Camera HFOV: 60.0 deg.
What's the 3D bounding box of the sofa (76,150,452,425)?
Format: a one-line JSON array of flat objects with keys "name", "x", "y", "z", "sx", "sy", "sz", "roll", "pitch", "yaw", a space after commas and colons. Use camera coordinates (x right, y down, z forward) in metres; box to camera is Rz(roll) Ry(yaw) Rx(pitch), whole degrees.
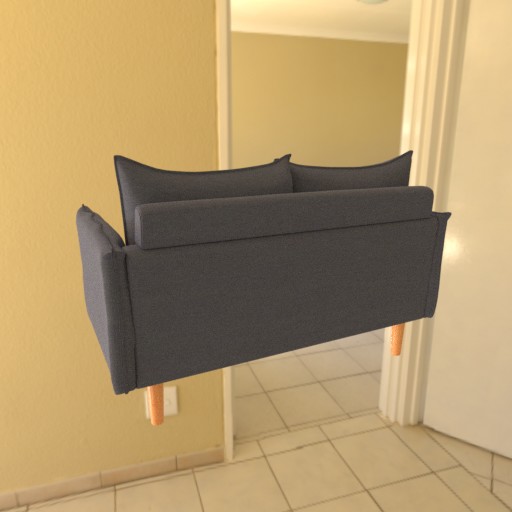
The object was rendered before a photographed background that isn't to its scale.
[{"name": "sofa", "x": 0.000, "y": 0.000, "z": 1.810, "sx": 1.300, "sy": 0.840, "sz": 0.820, "roll": -8, "pitch": 17, "yaw": -26}]
